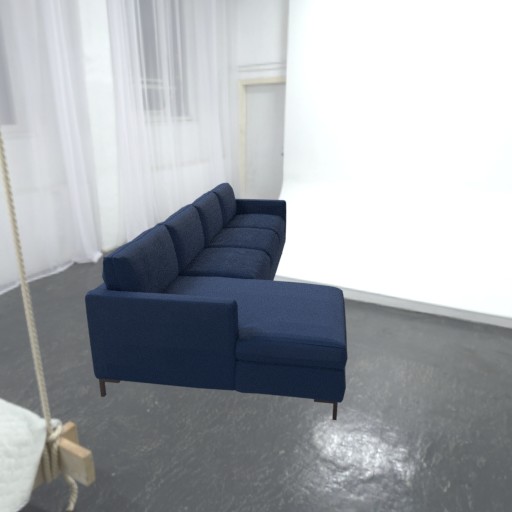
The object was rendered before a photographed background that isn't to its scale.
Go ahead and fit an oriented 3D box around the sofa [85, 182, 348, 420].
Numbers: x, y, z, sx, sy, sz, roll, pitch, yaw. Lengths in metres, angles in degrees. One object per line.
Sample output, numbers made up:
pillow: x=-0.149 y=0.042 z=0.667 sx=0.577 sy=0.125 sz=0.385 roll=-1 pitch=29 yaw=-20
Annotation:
sofa: x=0.000 y=0.000 z=2.984 sx=1.128 sy=0.679 sz=2.450 roll=3 pitch=17 yaw=8
